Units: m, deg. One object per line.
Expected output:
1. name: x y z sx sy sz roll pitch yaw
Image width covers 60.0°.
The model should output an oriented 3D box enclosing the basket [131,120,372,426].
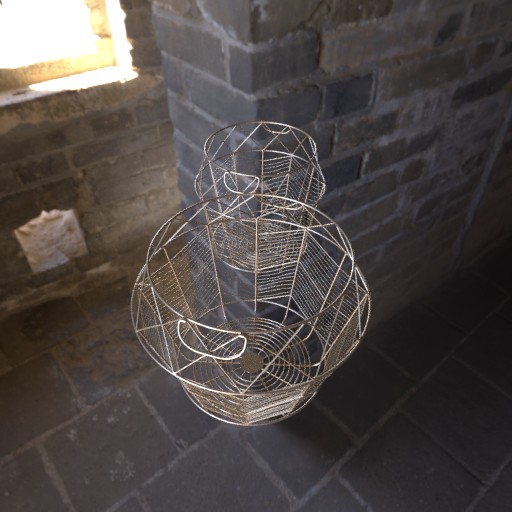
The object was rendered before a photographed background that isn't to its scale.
1. basket: 0.000 0.000 1.028 0.451 0.343 0.805 2 42 2
